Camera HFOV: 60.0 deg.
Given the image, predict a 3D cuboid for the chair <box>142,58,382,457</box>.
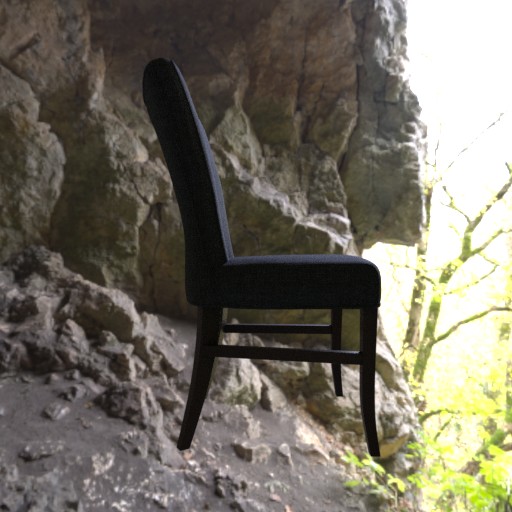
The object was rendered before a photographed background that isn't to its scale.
[{"bbox_3d":[0.000,0.000,1.338,0.660,0.991,0.520,0,0,0],"label":"chair"}]
